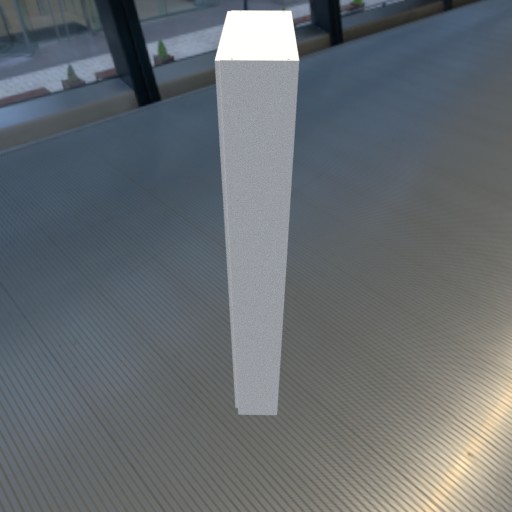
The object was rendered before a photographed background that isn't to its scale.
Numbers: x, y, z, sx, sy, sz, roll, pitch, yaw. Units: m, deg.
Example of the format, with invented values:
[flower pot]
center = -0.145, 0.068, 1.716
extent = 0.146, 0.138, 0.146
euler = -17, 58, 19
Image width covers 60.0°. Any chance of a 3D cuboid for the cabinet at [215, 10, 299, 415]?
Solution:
[cabinet]
center = 0.000, 0.000, 1.917
extent = 0.230, 1.790, 0.500
euler = 1, 42, 1
